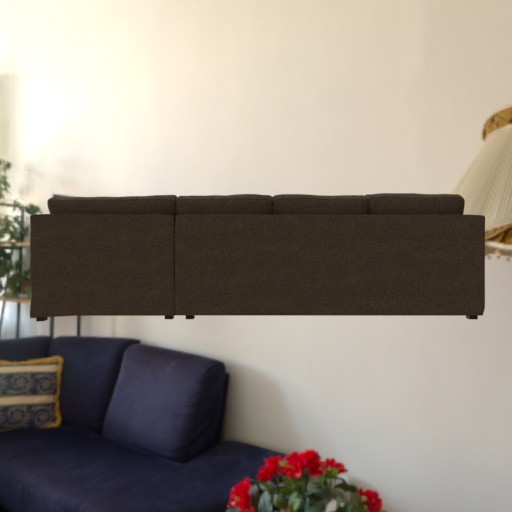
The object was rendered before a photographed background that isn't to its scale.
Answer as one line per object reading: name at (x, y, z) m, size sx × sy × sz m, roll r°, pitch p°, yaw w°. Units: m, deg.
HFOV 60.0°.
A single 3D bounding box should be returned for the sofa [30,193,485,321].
sofa at (0.000, 0.000, 3.886) m, size 3.205 × 0.922 × 1.650 m, roll 0°, pitch 0°, yaw 0°
